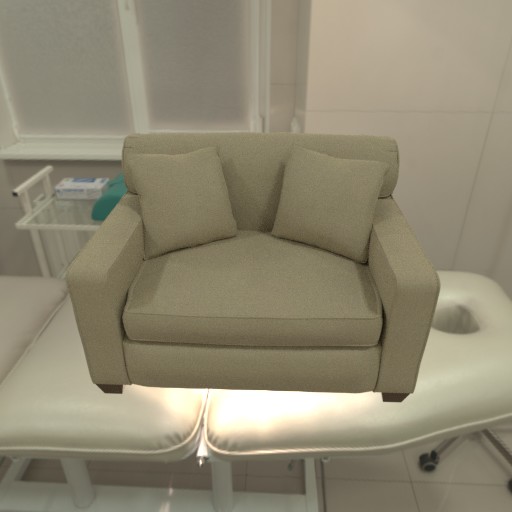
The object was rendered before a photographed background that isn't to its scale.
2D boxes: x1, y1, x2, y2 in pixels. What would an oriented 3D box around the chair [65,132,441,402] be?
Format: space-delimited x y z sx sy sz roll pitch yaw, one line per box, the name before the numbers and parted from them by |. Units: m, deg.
chair | 0.000 0.000 2.073 1.383 0.948 1.000 1 30 2
